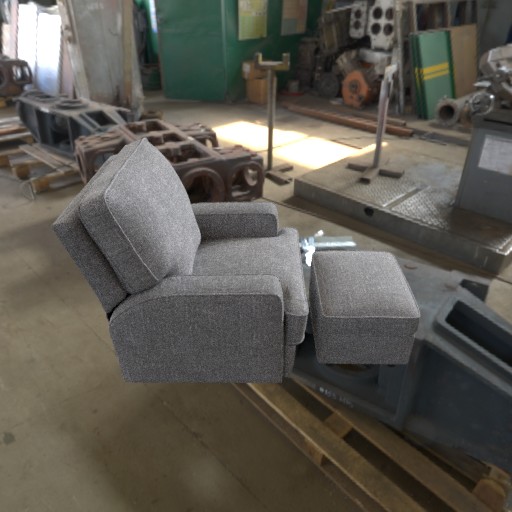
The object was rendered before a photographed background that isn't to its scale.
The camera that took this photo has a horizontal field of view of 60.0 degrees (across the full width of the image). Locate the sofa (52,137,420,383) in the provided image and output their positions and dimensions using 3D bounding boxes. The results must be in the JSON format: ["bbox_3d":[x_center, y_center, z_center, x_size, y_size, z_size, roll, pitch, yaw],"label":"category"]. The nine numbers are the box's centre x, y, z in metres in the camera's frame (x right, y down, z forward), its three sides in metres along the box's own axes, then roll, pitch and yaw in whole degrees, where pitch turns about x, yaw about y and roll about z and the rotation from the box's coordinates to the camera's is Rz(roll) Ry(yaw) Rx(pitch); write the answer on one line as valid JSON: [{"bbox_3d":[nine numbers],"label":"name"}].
[{"bbox_3d":[0.000,0.000,2.094,1.472,0.959,0.861,0,32,1],"label":"sofa"}]
